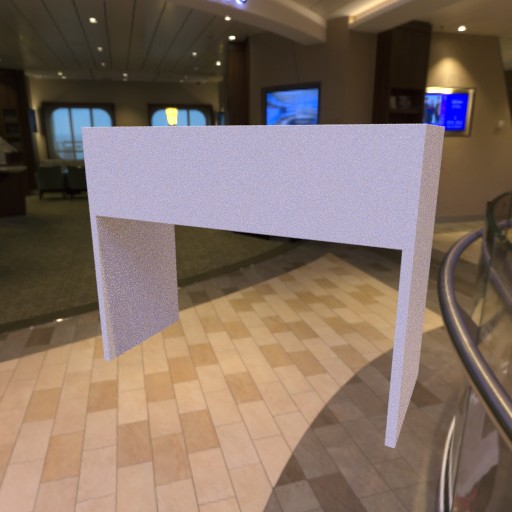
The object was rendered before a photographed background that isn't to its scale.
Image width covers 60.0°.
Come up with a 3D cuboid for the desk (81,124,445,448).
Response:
[{"bbox_3d":[0.000,0.000,1.414,1.000,0.790,0.400,8,17,26],"label":"desk"}]
